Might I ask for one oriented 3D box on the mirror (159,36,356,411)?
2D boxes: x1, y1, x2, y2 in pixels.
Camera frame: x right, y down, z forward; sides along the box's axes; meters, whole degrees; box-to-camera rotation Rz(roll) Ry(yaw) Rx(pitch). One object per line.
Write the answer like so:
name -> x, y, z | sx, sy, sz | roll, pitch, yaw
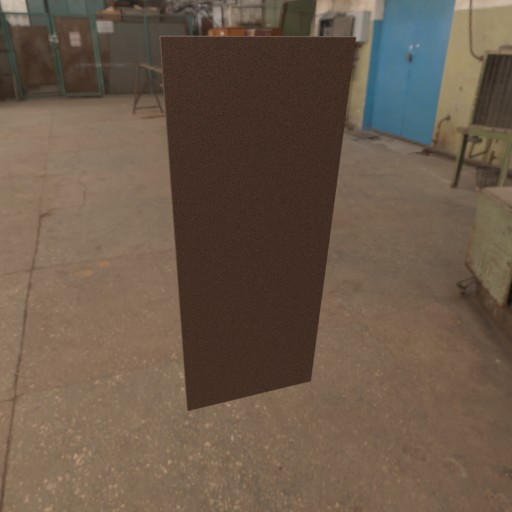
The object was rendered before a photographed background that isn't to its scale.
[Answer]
mirror -> 0.000, 0.000, 2.274 | 0.812, 2.020, 0.221 | -8, 27, -17
